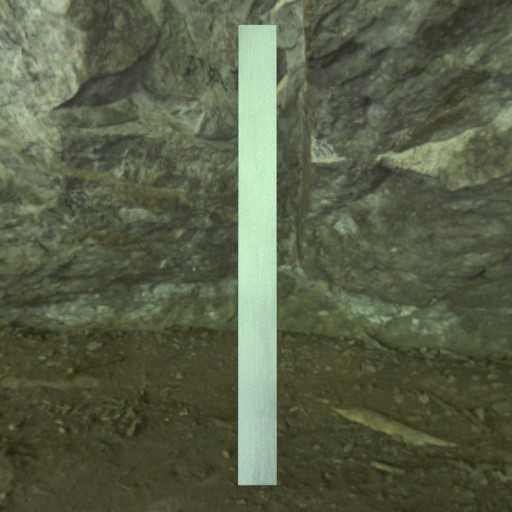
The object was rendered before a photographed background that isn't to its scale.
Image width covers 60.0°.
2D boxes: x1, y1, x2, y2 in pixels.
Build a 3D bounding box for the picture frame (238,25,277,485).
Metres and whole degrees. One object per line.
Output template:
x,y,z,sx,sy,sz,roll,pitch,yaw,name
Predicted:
0.000,0.000,0.759,0.046,0.555,0.449,0,-1,0,picture frame
